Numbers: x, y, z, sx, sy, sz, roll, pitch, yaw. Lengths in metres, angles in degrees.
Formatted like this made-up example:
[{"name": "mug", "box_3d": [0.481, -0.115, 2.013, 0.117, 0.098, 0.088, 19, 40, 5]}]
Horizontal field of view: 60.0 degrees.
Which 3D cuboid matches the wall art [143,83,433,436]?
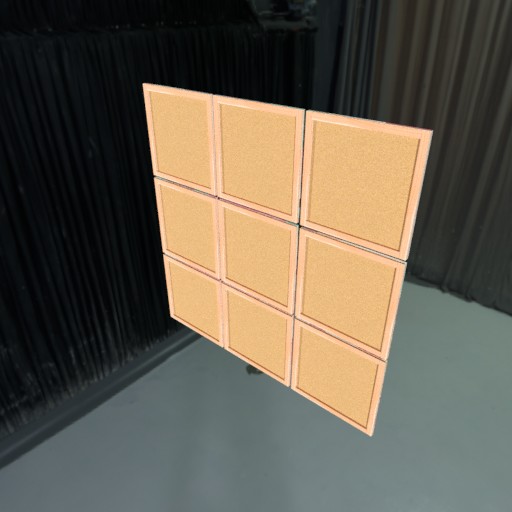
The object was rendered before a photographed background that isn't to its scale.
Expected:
[{"name": "wall art", "box_3d": [0.000, 0.000, 1.361, 0.911, 0.910, 0.012, 23, 37, 34]}]
